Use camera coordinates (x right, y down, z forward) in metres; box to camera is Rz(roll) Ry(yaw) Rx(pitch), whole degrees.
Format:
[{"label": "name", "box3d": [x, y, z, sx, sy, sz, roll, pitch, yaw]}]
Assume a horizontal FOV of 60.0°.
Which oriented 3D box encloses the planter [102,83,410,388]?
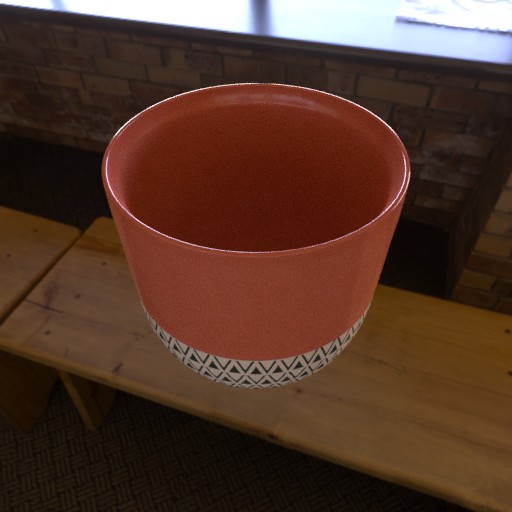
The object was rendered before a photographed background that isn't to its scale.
[{"label": "planter", "box3d": [0.000, 0.000, 0.487, 0.266, 0.270, 0.266, 0, 45, 0]}]
